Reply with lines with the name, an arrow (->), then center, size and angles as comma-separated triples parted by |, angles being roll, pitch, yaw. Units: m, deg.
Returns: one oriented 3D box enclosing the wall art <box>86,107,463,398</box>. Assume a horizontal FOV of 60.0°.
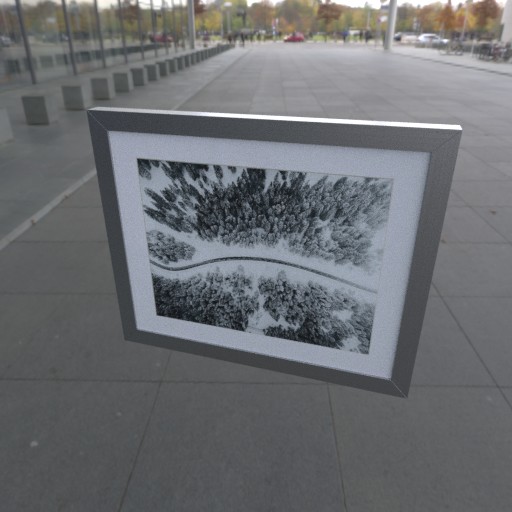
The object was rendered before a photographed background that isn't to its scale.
wall art -> 0.000, 0.000, 0.751 | 0.557, 0.456, 0.032 | 8, 28, 15
